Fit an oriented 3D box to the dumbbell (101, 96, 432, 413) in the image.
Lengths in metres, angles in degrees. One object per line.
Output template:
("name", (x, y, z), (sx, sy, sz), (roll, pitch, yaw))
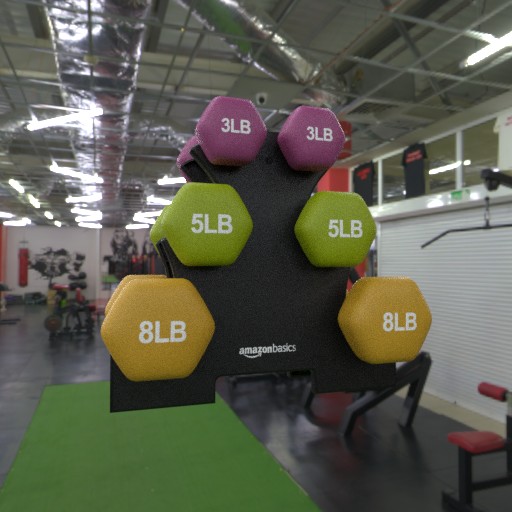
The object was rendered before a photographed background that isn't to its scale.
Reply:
("dumbbell", (0.000, 0.000, 0.459), (0.300, 0.271, 0.190), (0, -1, -17))
